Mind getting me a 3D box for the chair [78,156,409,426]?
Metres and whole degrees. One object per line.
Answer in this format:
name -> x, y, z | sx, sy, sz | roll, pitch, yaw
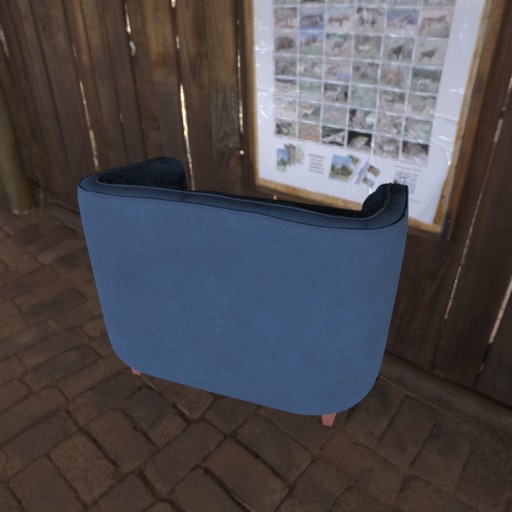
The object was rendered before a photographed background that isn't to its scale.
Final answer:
chair -> 0.000, 0.000, 1.772 | 1.094, 0.852, 0.940 | 10, 33, 16
